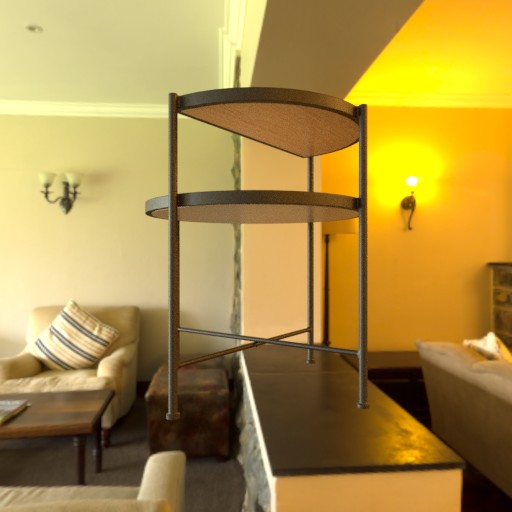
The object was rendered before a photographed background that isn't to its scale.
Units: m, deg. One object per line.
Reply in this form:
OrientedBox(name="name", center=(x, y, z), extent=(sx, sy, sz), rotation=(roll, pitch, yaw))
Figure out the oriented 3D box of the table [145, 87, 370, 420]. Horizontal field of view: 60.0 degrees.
OrientedBox(name="table", center=(0.000, 0.000, 1.180), extent=(0.628, 0.684, 0.629), rotation=(0, 0, 36))
